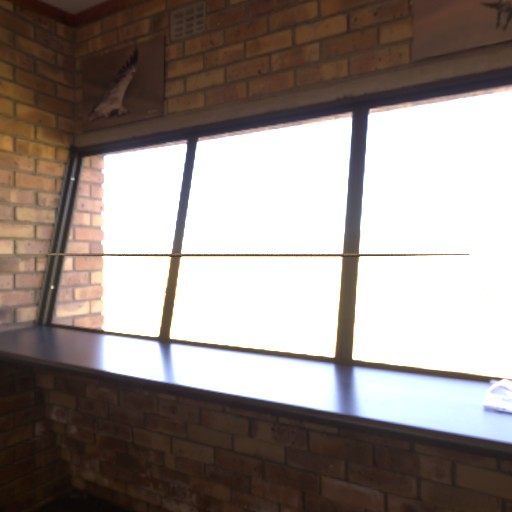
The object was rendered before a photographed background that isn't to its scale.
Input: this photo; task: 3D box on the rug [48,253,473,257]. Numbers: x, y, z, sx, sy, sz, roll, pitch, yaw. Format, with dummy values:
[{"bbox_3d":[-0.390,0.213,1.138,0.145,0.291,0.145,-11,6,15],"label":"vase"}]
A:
[{"bbox_3d":[0.000,0.000,3.944,2.363,0.012,2.980,0,0,-2],"label":"rug"}]
